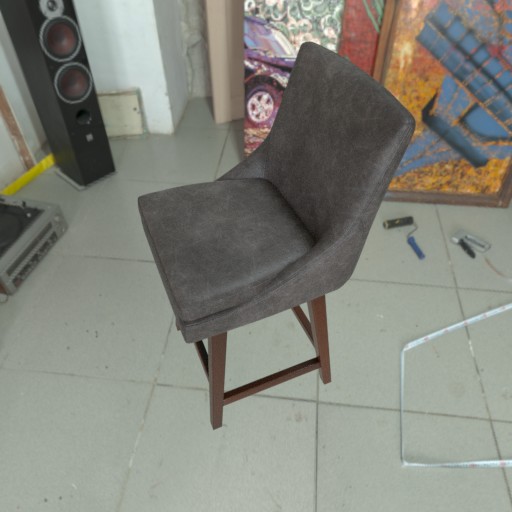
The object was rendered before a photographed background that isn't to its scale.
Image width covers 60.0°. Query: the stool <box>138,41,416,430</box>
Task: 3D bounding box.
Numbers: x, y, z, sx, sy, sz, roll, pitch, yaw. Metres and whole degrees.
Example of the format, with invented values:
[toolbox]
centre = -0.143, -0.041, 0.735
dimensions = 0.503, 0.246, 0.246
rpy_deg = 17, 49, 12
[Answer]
[stool]
centre = 0.000, 0.000, 1.353
dimensions = 0.587, 1.046, 0.492
rpy_deg = -17, 48, -16
